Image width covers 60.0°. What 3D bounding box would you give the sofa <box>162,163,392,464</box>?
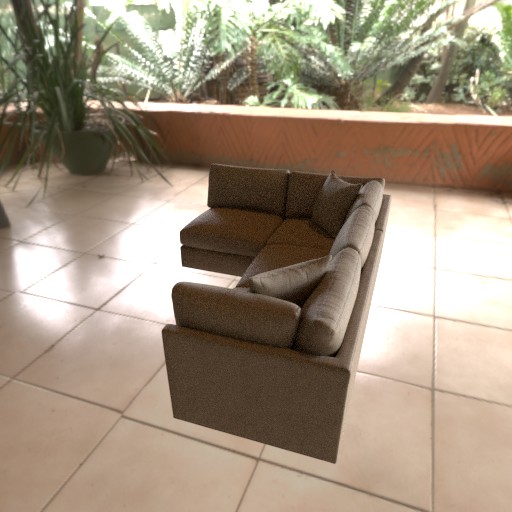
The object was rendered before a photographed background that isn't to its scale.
[{"bbox_3d":[0.000,0.000,3.765,1.994,0.978,2.896,9,28,17],"label":"sofa"}]
